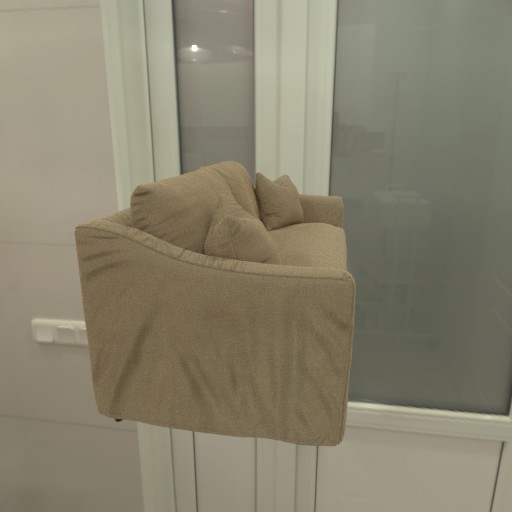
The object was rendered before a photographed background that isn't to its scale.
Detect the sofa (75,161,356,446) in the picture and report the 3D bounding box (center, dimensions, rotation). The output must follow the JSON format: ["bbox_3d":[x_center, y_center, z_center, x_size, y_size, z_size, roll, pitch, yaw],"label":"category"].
[{"bbox_3d":[0.000,0.000,2.591,1.072,1.018,2.010,3,16,9],"label":"sofa"}]
